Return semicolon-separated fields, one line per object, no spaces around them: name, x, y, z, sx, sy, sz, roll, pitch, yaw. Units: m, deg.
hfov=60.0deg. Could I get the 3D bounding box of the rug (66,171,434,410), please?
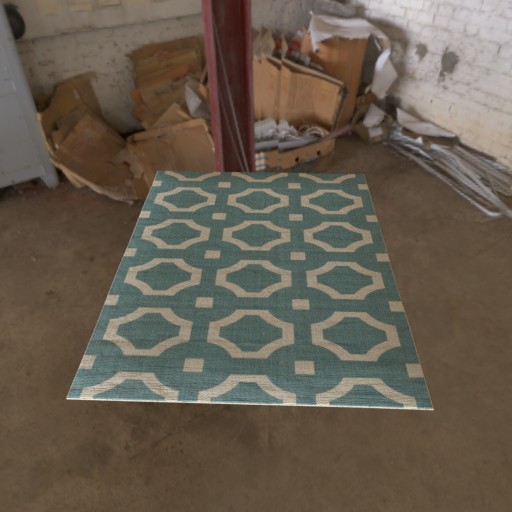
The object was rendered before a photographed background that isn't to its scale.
rug;0.000;0.000;4.120;2.466;0.021;3.049;1;41;1
